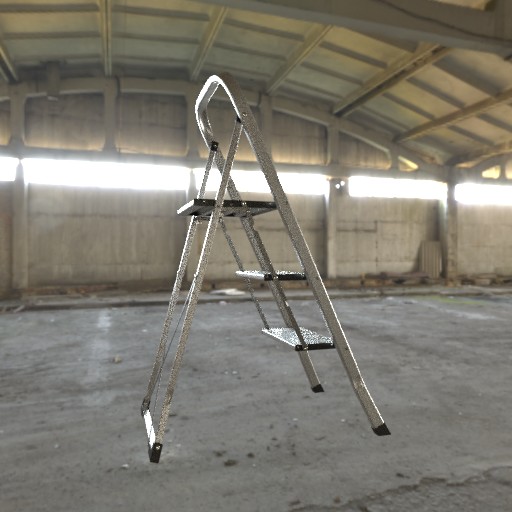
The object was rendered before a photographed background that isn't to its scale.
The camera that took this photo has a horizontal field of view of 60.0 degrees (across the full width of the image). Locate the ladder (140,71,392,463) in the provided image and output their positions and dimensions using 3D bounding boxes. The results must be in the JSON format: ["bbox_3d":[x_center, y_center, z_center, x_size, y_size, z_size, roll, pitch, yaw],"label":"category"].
[{"bbox_3d":[0.000,0.000,1.439,0.704,1.070,0.465,0,0,-18],"label":"ladder"}]
